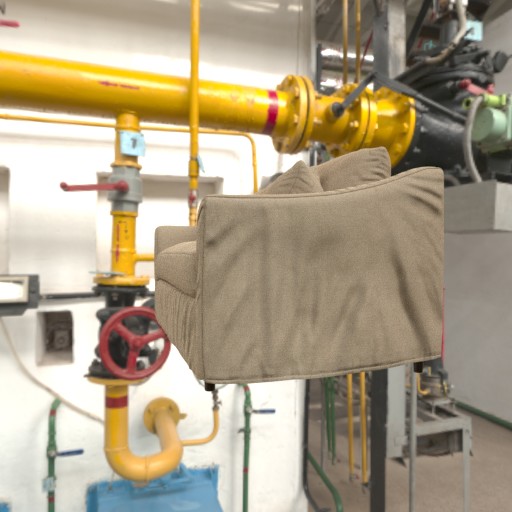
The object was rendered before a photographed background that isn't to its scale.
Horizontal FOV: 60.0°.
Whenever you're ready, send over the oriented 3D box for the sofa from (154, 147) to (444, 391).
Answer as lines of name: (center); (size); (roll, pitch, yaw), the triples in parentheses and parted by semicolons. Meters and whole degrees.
sofa: (0.000, 0.000, 2.650); (1.072, 1.018, 2.010); (0, 0, -18)
